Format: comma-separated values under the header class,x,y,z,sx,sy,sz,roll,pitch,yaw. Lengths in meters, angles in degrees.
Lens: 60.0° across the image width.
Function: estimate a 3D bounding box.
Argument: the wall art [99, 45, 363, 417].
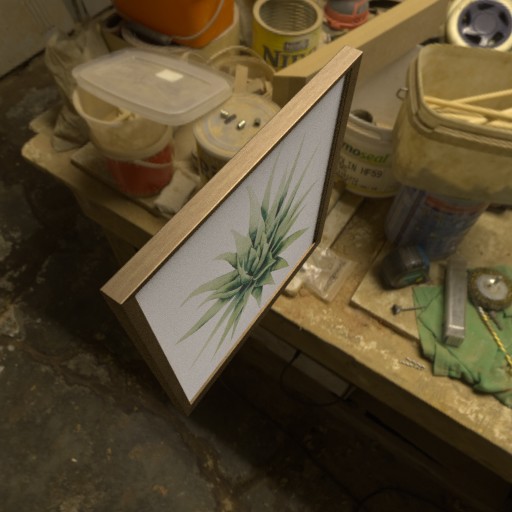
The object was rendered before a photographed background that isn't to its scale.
class,x,y,z,sx,sy,sz,roll,pitch,yaw
wall art,0.000,0.000,0.762,0.030,0.506,0.503,31,63,18
